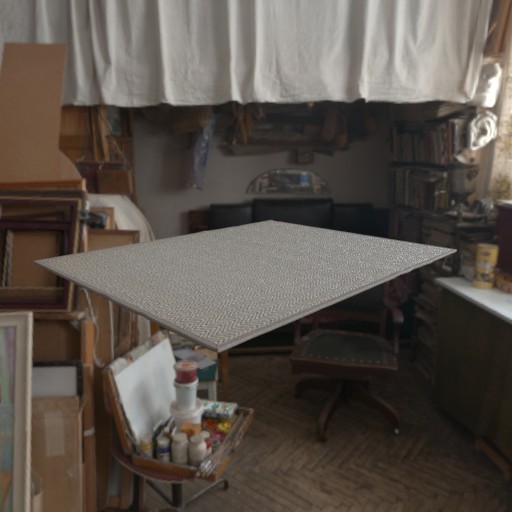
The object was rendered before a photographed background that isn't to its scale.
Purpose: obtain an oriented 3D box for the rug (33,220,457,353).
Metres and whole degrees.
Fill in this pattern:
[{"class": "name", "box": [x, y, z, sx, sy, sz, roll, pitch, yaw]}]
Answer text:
[{"class": "rug", "box": [0.000, 0.000, 4.012, 2.434, 0.032, 3.007, 14, 19, 43]}]
